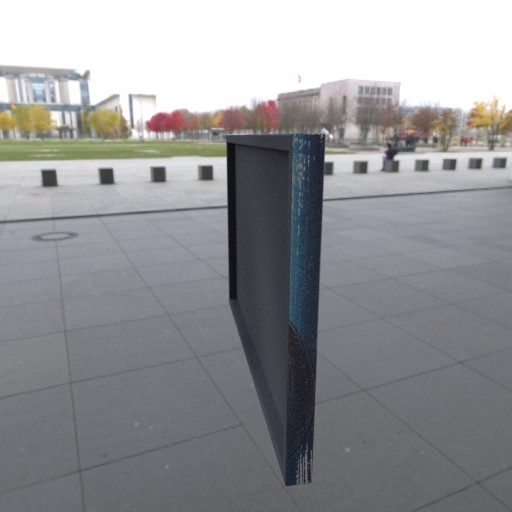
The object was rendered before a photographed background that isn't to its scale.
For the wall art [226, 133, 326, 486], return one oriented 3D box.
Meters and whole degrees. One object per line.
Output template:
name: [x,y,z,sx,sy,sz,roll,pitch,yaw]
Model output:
wall art: [0.000,0.000,0.768,0.033,0.406,0.609,-3,15,-9]
